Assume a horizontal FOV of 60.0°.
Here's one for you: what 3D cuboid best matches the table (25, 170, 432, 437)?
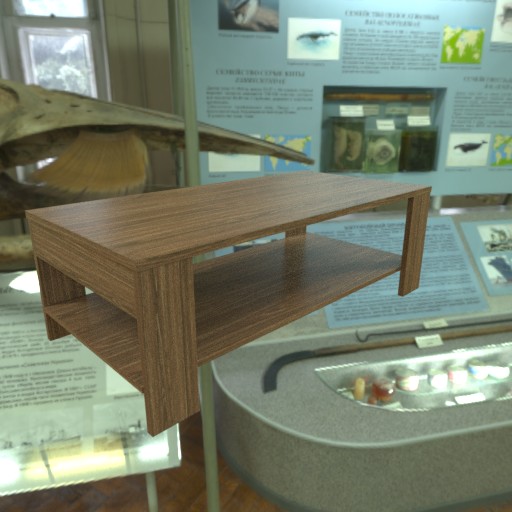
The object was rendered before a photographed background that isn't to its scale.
[{"bbox_3d":[0.000,0.000,1.482,1.200,0.400,0.600,-17,25,-41],"label":"table"}]
